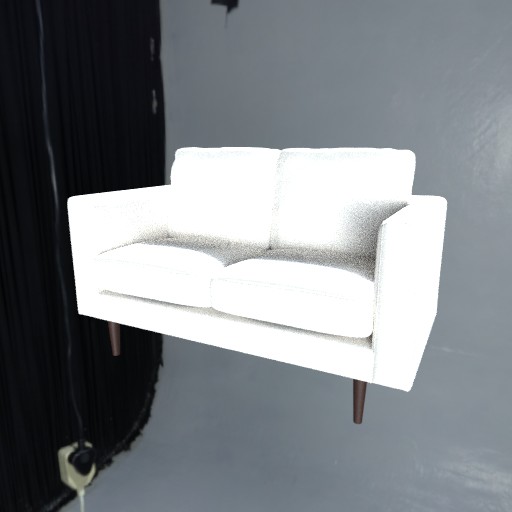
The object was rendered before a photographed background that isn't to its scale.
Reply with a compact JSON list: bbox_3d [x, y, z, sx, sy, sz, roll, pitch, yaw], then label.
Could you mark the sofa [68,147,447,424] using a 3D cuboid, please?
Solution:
[{"bbox_3d":[0.000,0.000,1.910,1.430,0.908,0.796,7,15,27],"label":"sofa"}]
